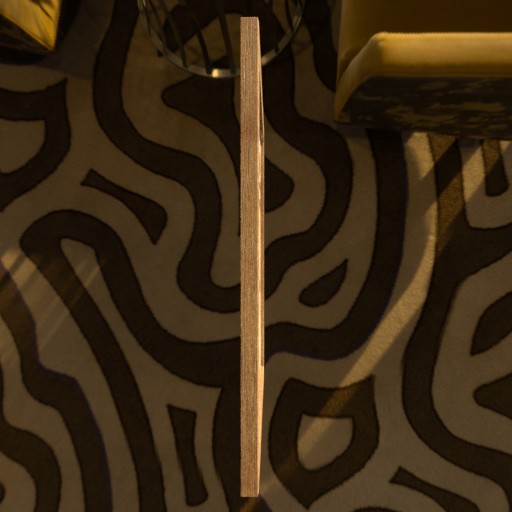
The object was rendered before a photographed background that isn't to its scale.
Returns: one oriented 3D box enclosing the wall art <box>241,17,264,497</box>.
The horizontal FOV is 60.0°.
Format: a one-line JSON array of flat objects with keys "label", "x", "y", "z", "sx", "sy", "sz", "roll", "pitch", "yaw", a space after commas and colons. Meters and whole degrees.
[{"label": "wall art", "x": 0.000, "y": 0.000, "z": 0.931, "sx": 0.026, "sy": 0.588, "sz": 0.690, "roll": 0, "pitch": 91, "yaw": 2}]
